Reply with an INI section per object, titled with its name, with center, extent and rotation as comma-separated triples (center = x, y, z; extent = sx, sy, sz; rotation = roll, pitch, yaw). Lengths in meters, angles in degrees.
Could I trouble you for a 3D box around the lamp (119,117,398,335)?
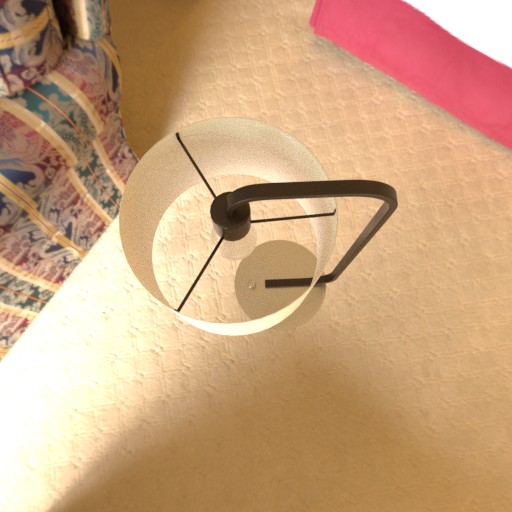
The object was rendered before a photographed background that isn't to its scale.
[lamp]
center = 0.000, 0.000, 0.637
extent = 0.288, 0.473, 0.230
rotation = -2, 75, -1
